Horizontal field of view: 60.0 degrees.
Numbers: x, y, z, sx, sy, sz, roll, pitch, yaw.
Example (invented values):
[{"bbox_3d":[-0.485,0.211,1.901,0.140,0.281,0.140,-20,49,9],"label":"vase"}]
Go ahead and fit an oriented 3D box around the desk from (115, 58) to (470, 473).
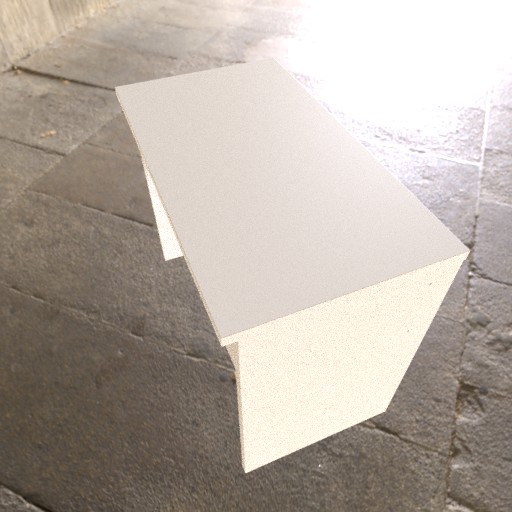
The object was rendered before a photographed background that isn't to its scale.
[{"bbox_3d":[0.000,0.000,1.318,0.498,0.729,0.900,-17,50,-15],"label":"desk"}]
